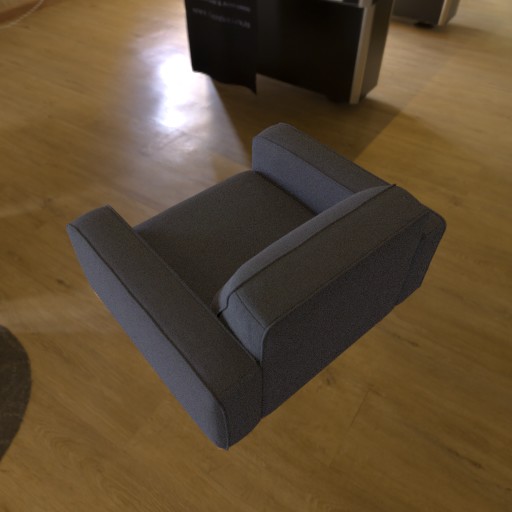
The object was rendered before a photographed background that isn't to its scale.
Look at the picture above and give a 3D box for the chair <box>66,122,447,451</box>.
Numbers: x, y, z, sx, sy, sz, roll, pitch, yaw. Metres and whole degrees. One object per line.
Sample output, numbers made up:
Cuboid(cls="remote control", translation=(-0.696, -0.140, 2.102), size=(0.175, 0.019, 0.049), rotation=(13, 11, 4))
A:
Cuboid(cls="chair", translation=(0.000, 0.000, 1.777), size=(1.118, 0.783, 0.953), rotation=(-32, 55, -26))
